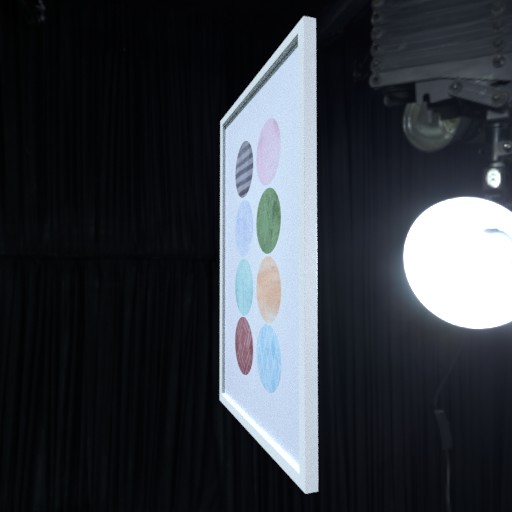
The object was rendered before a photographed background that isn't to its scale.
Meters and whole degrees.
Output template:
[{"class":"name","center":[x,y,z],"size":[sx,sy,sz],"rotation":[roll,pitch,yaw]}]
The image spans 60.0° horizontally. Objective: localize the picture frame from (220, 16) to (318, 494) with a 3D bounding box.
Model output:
[{"class":"picture frame","center":[0.000,0.000,0.548],"size":[0.013,0.434,0.305],"rotation":[1,-2,-19]}]
